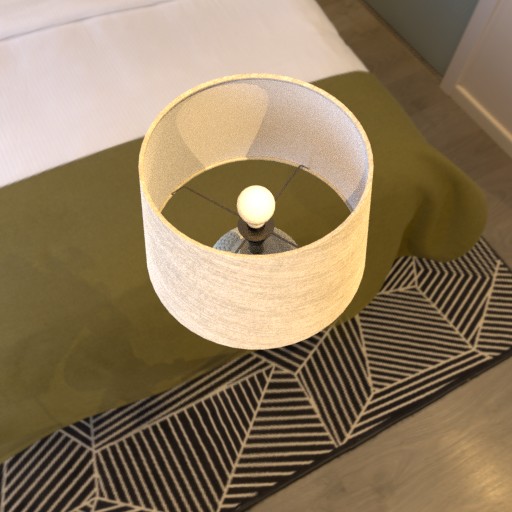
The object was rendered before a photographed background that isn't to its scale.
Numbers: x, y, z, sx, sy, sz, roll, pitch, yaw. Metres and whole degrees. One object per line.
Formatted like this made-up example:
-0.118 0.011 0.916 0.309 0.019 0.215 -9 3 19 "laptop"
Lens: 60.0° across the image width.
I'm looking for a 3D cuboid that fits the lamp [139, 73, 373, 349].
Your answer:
0.000 0.000 0.841 0.390 0.580 0.390 0 63 0 "lamp"
